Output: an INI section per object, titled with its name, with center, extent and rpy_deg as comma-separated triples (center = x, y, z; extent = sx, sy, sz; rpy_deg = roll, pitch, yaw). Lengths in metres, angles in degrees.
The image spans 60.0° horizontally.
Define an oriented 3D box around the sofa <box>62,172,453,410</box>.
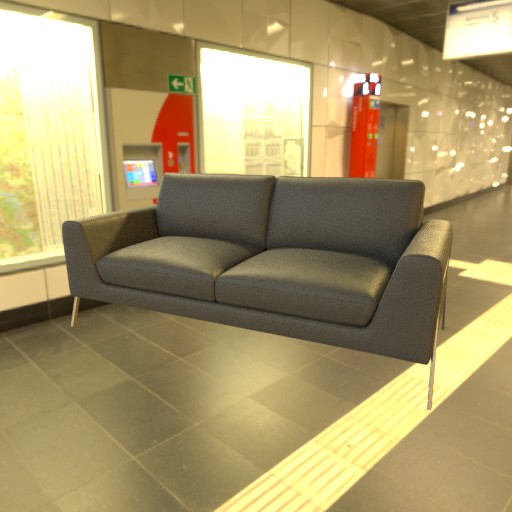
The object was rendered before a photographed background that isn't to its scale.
[sofa]
center = 0.000, 0.000, 2.519
extent = 2.017, 0.875, 0.953
rpy_deg = 7, 15, 25
